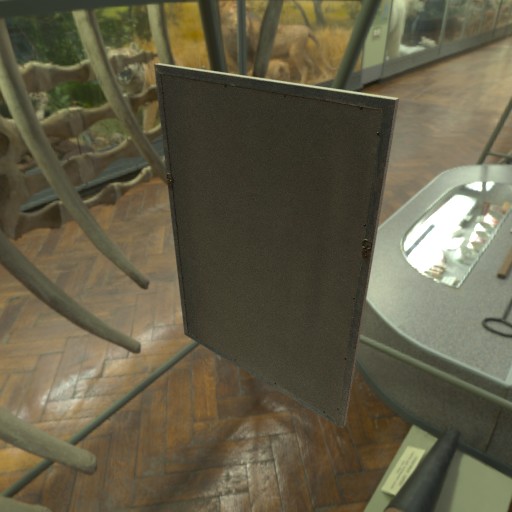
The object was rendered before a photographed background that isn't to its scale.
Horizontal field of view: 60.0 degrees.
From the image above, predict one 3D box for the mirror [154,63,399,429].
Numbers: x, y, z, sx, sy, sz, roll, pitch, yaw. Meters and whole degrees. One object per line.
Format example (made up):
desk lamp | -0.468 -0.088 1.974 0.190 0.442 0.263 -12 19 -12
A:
mirror | 0.000 0.000 1.317 0.705 0.996 0.025 22 38 32
